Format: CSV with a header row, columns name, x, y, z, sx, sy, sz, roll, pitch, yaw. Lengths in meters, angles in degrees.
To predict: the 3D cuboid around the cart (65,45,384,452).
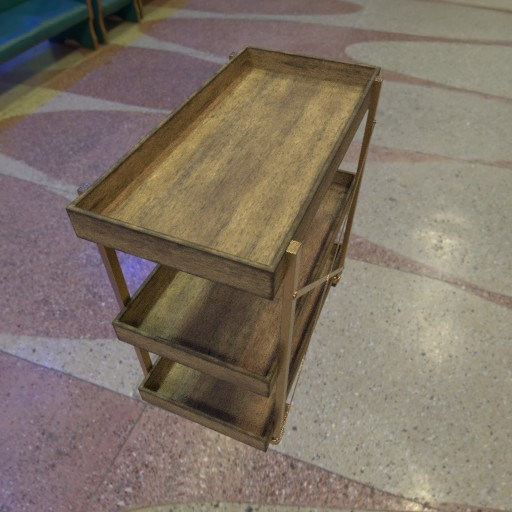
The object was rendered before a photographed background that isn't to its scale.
name,x,y,z,sx,sy,sz,roll,pitch,yaw
cart,0.000,0.000,1.210,0.416,0.799,0.750,17,48,15
